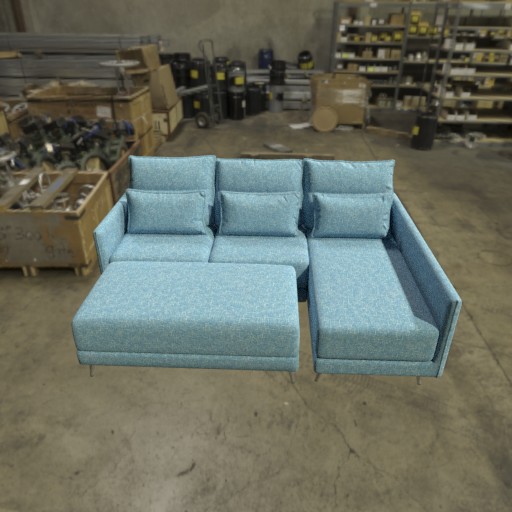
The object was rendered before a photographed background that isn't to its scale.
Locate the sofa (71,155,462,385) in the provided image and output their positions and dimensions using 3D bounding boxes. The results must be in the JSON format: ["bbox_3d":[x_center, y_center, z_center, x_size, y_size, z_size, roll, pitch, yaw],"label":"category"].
[{"bbox_3d":[0.000,0.000,2.829,2.034,0.899,1.420,1,29,2],"label":"sofa"}]
